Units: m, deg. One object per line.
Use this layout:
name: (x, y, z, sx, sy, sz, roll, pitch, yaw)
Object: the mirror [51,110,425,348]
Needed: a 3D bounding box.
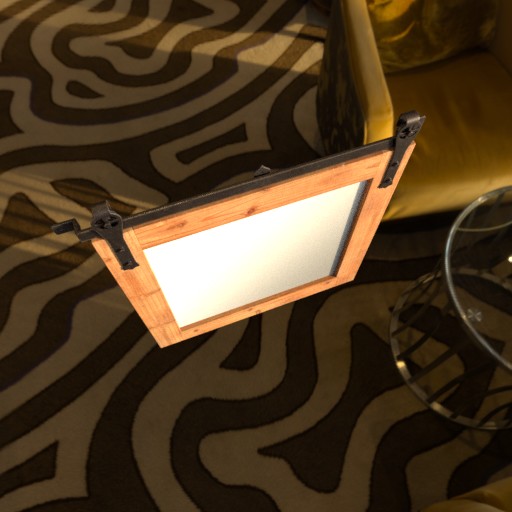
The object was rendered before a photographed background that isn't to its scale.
mirror: (0.000, 0.000, 1.190, 0.805, 0.800, 0.054, -18, 64, -9)
